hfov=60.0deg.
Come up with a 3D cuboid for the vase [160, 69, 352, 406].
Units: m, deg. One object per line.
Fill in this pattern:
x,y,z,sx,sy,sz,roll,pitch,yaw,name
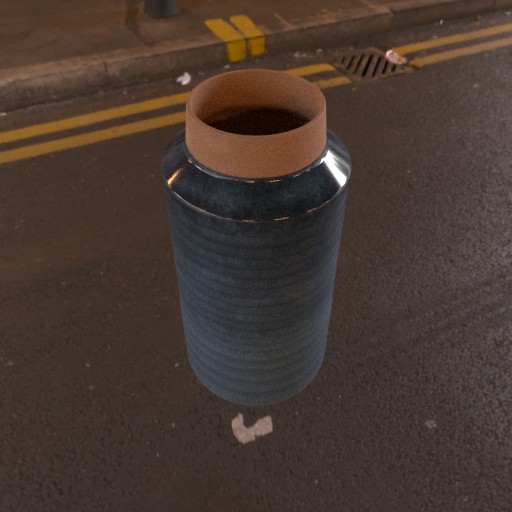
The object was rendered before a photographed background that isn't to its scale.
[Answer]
0.000,0.000,0.420,0.163,0.316,0.163,0,47,0,vase
